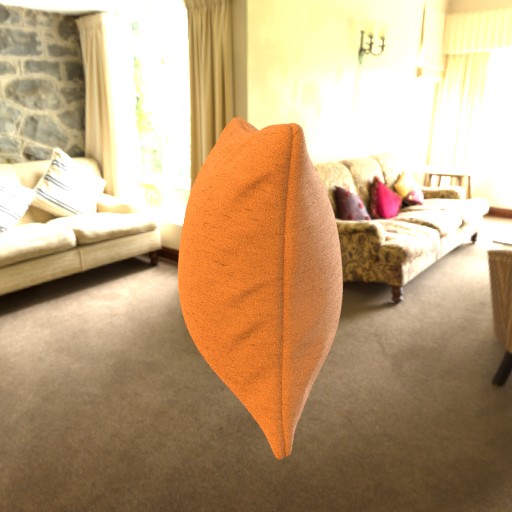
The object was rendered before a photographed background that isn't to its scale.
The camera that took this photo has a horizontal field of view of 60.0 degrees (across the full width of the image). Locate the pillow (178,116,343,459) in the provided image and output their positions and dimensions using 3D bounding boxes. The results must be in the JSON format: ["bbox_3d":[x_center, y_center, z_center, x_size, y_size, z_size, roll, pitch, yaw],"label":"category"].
[{"bbox_3d":[0.000,0.000,0.699,0.246,0.415,0.432,-3,18,-10],"label":"pillow"}]
